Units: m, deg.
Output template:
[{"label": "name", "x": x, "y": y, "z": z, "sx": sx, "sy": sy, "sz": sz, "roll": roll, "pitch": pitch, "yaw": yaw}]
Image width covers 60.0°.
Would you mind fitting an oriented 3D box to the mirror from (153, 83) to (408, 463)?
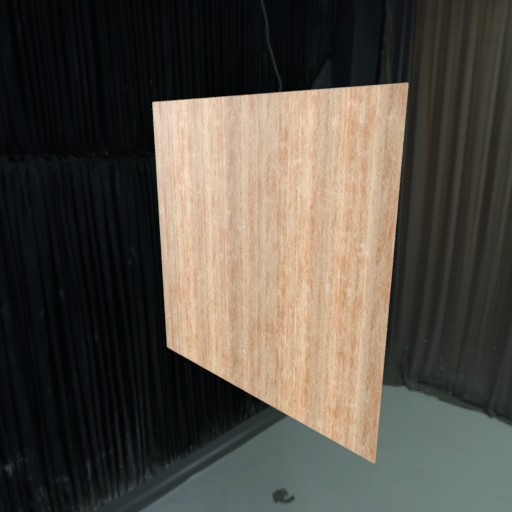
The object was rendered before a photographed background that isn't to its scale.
[{"label": "mirror", "x": 0.000, "y": 0.000, "z": 0.954, "sx": 0.651, "sy": 0.651, "sz": 0.047, "roll": 15, "pitch": 22, "yaw": 42}]
